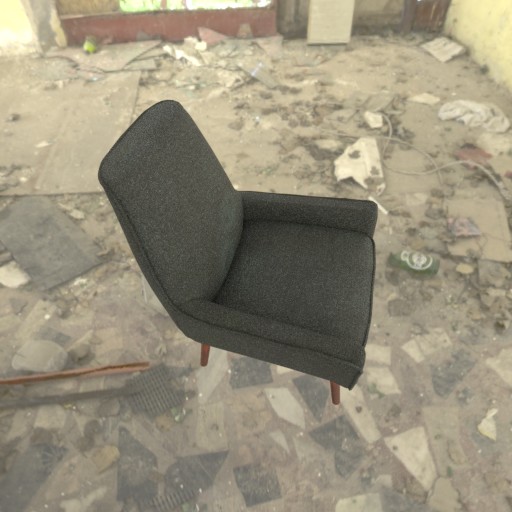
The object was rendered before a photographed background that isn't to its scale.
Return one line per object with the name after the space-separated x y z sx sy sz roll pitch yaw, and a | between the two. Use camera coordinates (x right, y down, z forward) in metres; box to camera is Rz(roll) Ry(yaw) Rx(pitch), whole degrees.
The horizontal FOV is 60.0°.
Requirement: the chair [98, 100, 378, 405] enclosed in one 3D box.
0.000 0.000 1.591 0.859 0.883 0.763 10 47 10 | chair
